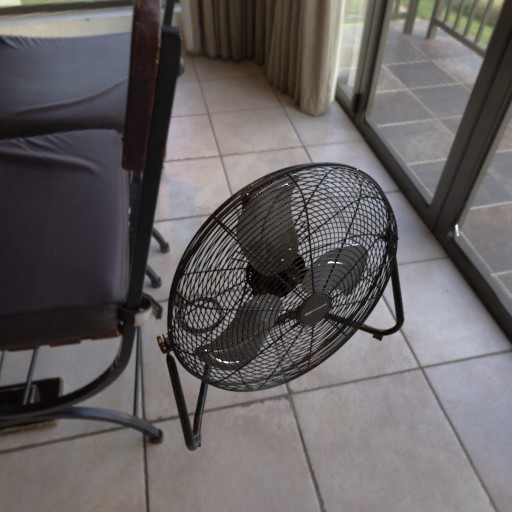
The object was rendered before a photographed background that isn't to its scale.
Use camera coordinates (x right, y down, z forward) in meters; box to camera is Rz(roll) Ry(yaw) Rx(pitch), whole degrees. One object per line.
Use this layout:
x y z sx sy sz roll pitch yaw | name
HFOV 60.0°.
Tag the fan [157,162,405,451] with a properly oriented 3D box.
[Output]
0.000 0.000 0.922 0.555 0.546 0.424 -24 51 -21 | fan
